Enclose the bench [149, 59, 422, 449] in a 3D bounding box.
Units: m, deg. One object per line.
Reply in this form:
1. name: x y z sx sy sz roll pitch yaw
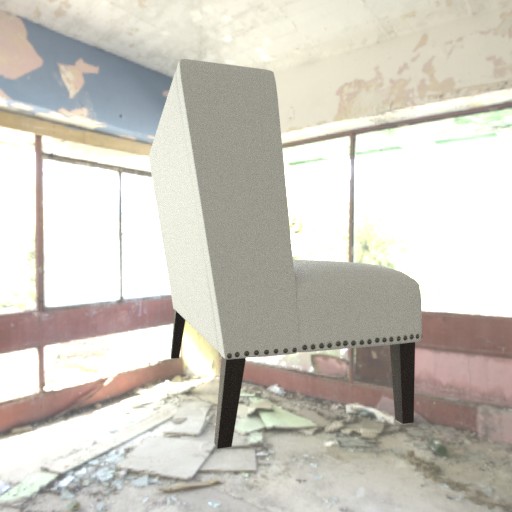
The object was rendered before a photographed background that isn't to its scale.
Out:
1. bench: 0.000 0.000 1.967 0.847 1.123 1.280 0 0 -17
